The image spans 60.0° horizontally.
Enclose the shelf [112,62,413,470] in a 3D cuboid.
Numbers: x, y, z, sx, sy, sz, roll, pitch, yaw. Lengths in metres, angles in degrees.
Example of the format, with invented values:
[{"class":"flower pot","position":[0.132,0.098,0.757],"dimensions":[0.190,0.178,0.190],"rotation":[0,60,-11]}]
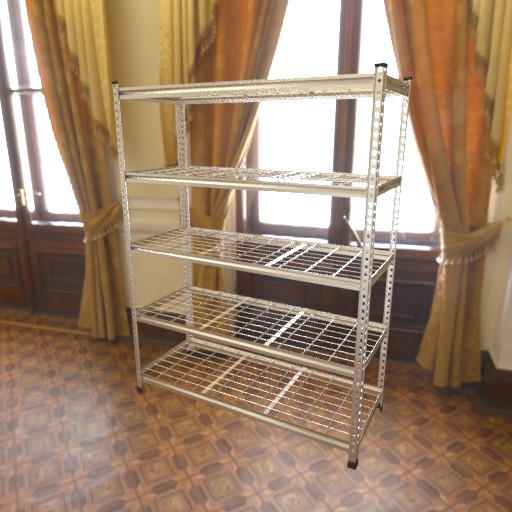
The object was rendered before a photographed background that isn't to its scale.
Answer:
[{"class":"shelf","position":[0.000,0.000,2.663],"dimensions":[1.524,1.981,0.610],"rotation":[8,18,27]}]
